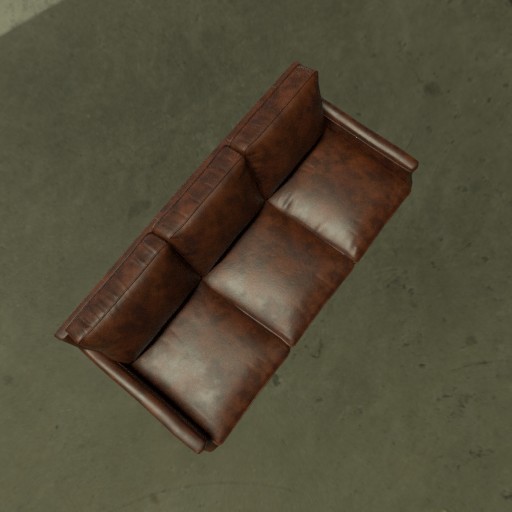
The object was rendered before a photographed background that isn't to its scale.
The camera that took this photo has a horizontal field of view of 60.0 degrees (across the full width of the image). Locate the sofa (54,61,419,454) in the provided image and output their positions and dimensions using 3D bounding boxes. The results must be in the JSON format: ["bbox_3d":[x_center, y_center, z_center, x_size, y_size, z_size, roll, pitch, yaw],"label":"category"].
[{"bbox_3d":[0.000,0.000,2.824,1.084,1.003,2.240,37,79,9],"label":"sofa"}]
